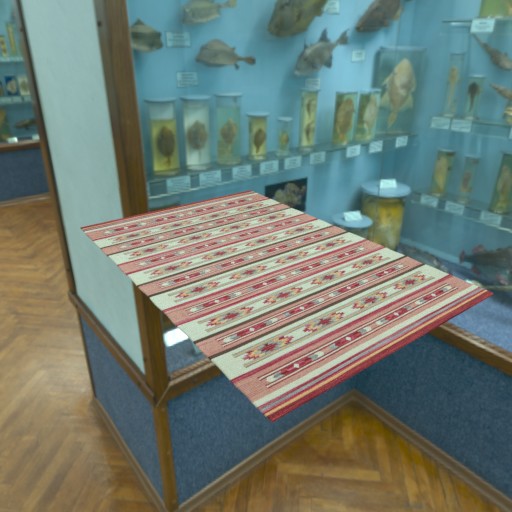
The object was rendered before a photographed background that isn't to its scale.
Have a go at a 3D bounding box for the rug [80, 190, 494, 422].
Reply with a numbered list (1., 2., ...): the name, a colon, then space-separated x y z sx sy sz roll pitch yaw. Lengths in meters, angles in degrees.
1. rug: 0.000 0.000 2.249 1.223 0.008 1.817 -18 31 -32
